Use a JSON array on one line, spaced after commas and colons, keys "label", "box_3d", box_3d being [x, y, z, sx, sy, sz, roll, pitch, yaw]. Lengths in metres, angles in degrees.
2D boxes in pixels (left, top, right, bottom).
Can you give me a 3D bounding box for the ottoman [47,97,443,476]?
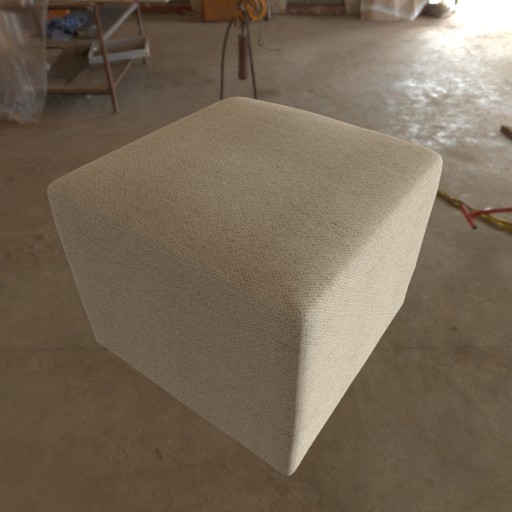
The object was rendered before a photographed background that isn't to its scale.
[{"label": "ottoman", "box_3d": [0.000, 0.000, 0.889, 0.512, 0.453, 0.521, 25, 46, 27]}]
